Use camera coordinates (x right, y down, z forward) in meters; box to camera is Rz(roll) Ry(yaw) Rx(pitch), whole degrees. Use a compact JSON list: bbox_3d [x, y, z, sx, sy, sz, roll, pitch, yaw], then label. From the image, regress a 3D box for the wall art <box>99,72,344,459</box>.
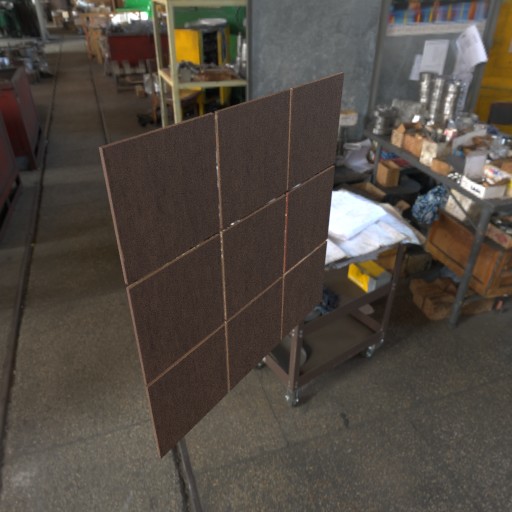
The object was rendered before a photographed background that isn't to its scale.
[{"bbox_3d":[0.000,0.000,2.232,0.014,1.525,1.527,22,38,31],"label":"wall art"}]
